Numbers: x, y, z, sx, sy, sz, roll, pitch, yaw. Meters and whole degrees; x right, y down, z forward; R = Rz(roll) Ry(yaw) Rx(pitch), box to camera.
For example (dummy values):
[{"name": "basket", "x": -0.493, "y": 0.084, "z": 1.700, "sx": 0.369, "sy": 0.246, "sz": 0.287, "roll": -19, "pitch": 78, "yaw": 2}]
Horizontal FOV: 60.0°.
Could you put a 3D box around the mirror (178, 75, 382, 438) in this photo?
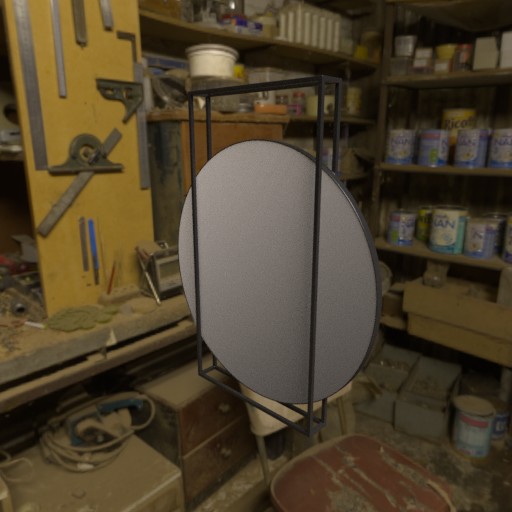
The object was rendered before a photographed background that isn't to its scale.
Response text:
[{"name": "mirror", "x": 0.000, "y": 0.000, "z": 0.836, "sx": 0.508, "sy": 0.603, "sz": 0.051, "roll": 14, "pitch": 20, "yaw": 42}]
